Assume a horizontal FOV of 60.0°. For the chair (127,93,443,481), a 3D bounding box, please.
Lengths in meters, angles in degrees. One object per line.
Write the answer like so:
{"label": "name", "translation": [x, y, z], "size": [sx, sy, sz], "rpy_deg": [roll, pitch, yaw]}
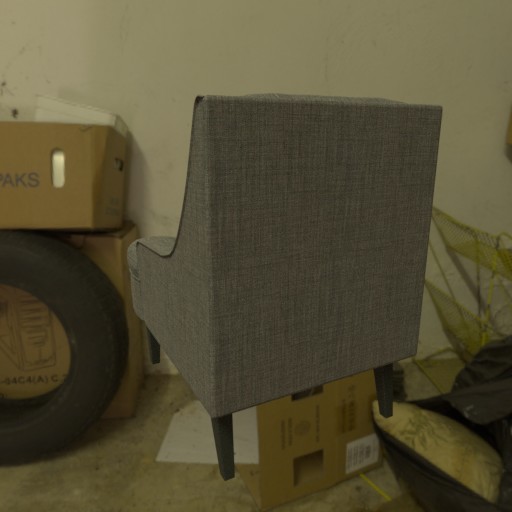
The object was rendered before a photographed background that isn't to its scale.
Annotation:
{"label": "chair", "translation": [0.000, 0.000, 1.375], "size": [0.655, 0.891, 0.771], "rpy_deg": [-8, 17, -27]}
